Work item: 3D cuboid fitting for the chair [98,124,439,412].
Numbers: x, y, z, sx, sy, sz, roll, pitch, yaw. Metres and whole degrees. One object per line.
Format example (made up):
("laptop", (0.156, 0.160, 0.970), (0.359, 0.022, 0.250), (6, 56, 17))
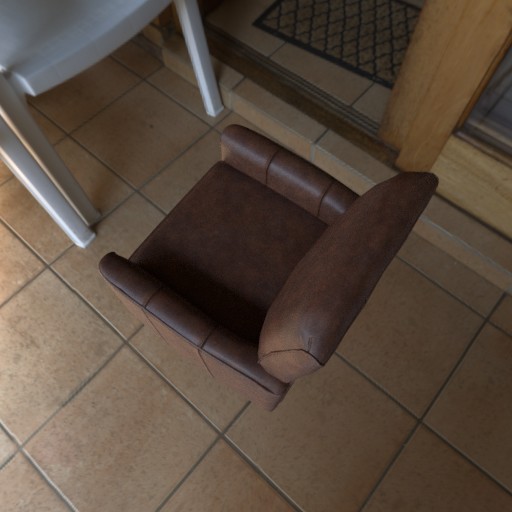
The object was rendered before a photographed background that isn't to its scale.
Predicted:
("chair", (0.000, 0.000, 1.659), (0.850, 1.010, 0.839), (32, 69, 14))
